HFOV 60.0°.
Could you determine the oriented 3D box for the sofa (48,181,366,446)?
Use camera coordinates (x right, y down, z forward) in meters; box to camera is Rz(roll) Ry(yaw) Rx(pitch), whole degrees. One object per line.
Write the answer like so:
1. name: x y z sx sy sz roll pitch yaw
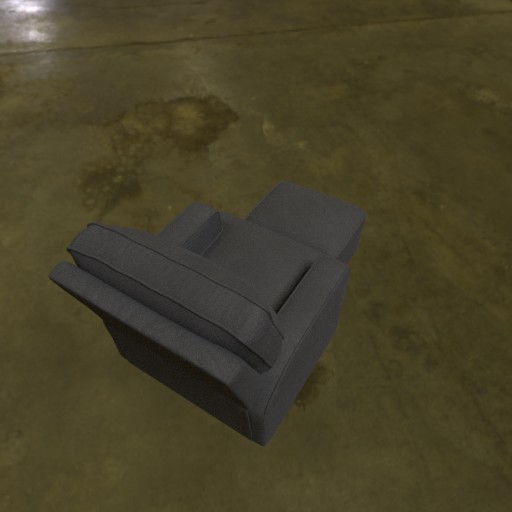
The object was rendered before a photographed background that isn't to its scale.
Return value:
1. sofa: 0.000 0.000 2.038 0.861 0.959 1.472 25 51 22
